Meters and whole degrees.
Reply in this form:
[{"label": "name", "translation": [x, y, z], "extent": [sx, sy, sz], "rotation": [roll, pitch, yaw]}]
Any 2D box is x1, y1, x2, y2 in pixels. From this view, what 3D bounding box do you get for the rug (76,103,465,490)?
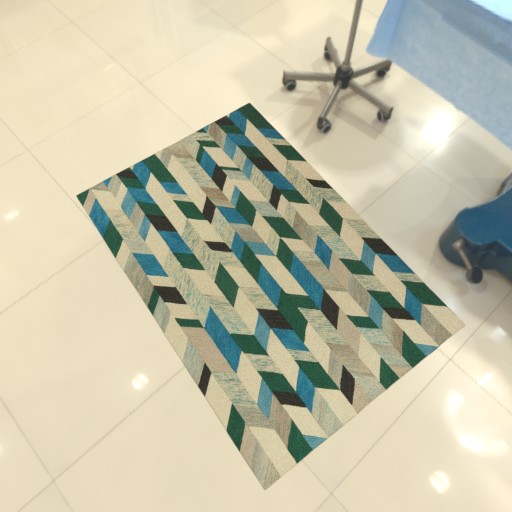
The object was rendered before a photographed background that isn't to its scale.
[{"label": "rug", "translation": [0.000, 0.000, 2.346], "extent": [1.229, 0.005, 1.827], "rotation": [-33, 68, -15]}]
